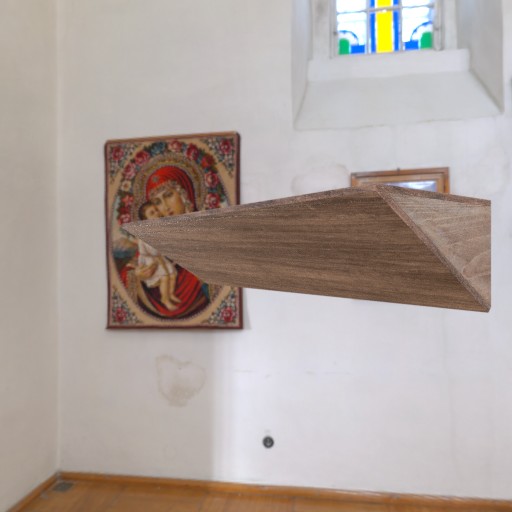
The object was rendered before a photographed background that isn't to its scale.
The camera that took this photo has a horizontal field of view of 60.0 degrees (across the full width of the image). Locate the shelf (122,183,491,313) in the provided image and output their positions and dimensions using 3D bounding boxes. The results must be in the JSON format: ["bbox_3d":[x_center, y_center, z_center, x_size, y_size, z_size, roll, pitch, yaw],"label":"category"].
[{"bbox_3d":[0.000,0.000,0.679,0.200,0.125,0.610,0,0,-36],"label":"shelf"}]
